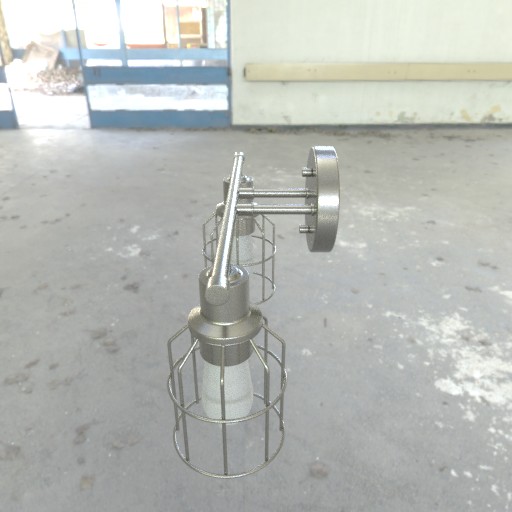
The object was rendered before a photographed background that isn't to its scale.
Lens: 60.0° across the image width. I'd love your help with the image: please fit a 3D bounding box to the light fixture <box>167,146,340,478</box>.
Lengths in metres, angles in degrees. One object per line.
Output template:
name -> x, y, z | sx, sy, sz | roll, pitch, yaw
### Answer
light fixture -> 0.000, 0.000, 0.522 | 0.165, 0.254, 0.406 | 0, 26, 0
